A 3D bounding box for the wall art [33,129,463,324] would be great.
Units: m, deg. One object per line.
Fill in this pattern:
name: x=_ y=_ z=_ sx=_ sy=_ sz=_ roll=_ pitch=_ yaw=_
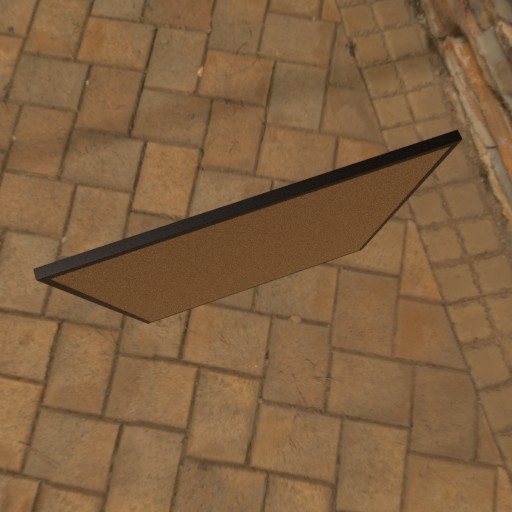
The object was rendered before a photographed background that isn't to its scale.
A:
wall art: x=0.000 y=0.000 z=0.672 sx=0.457 sy=0.458 sz=0.012 roll=-19 pitch=77 yaw=-5
